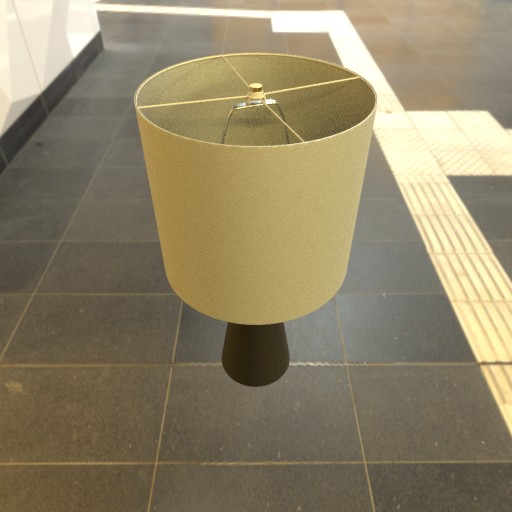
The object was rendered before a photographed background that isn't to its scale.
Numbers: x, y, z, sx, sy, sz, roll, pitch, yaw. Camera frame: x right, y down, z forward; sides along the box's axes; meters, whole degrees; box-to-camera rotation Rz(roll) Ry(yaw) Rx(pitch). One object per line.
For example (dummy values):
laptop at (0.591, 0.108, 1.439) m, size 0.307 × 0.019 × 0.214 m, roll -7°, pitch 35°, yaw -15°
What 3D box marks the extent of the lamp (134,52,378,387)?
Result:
lamp at (0.000, 0.000, 0.758) m, size 0.308 × 0.580 × 0.308 m, roll -13°, pitch 43°, yaw -15°
